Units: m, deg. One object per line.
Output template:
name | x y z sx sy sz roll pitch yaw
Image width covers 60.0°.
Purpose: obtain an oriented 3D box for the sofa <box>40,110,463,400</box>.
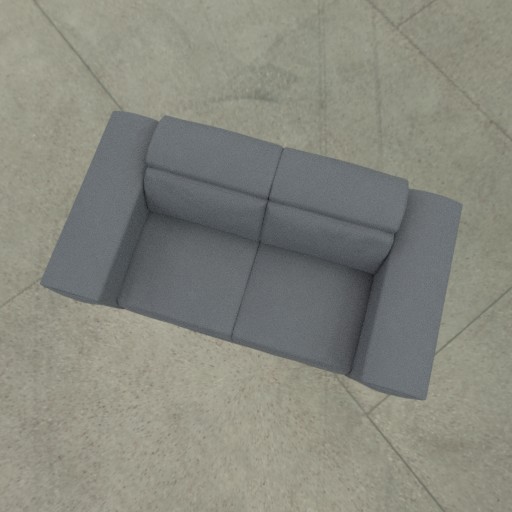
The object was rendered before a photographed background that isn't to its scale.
sofa | 0.000 0.000 2.382 1.895 0.779 1.003 16 76 4
